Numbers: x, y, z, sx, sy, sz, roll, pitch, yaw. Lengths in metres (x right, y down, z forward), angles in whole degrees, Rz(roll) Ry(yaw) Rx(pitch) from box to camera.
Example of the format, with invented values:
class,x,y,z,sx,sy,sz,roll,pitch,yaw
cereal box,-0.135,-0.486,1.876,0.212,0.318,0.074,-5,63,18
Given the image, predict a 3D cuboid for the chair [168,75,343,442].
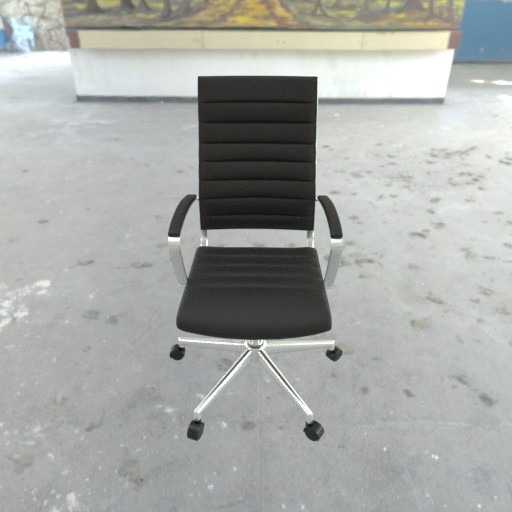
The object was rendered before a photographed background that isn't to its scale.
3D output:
class,x,y,z,sx,sy,sz,roll,pitch,yaw
chair,0.000,0.000,1.628,0.766,1.149,0.739,1,30,1
